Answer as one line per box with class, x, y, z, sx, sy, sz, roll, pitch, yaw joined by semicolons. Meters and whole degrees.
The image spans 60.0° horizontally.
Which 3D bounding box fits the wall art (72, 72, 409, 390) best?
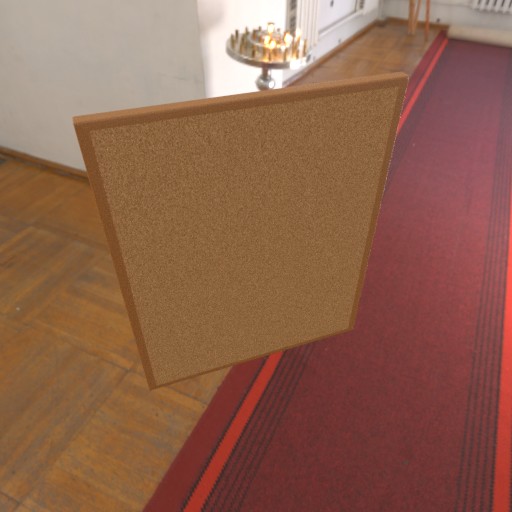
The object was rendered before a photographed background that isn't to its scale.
wall art;0.000;0.000;0.753;0.452;0.553;0.022;-13;43;-15
